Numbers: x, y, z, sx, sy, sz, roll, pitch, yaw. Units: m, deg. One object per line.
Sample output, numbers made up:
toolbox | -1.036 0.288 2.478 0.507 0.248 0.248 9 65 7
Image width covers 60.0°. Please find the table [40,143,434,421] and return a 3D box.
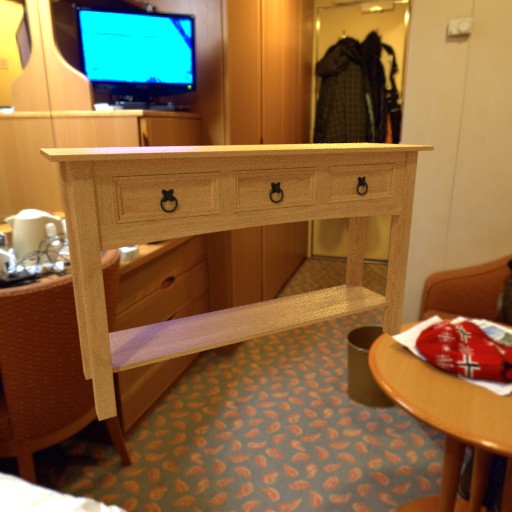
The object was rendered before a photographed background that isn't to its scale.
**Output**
table | 0.000 0.000 1.525 1.240 0.730 0.350 -9 18 -27
